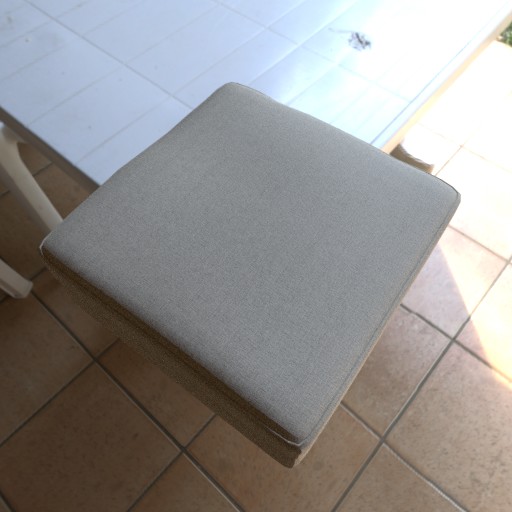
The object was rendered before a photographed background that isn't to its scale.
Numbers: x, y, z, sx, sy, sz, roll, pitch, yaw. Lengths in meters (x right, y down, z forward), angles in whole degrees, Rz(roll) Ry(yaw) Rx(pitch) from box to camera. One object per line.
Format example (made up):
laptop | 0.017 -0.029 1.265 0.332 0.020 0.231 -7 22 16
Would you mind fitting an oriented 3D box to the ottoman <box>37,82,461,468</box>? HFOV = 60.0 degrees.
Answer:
ottoman | 0.000 0.000 1.328 0.838 0.503 0.838 32 64 18
